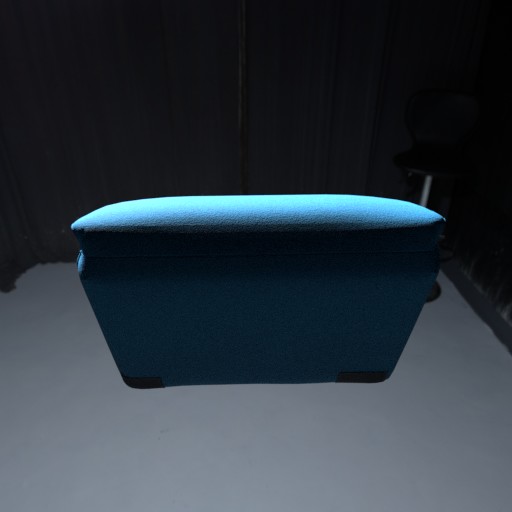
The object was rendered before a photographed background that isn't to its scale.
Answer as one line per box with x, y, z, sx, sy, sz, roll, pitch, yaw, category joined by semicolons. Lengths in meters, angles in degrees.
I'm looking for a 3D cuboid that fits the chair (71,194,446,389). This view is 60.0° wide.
0.000;0.000;1.347;0.820;0.580;0.780;-1;30;-2;chair
